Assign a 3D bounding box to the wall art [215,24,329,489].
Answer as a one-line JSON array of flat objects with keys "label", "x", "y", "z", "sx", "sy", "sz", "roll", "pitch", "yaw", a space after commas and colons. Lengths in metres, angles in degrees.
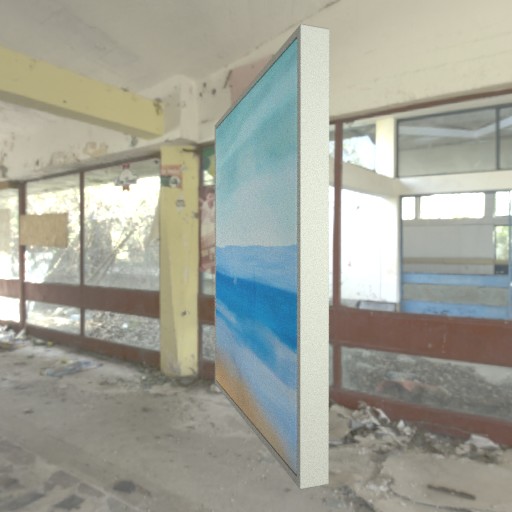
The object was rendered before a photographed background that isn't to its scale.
[{"label": "wall art", "x": 0.000, "y": 0.000, "z": 0.743, "sx": 0.039, "sy": 0.553, "sz": 0.445, "roll": 0, "pitch": 1, "yaw": -18}]
